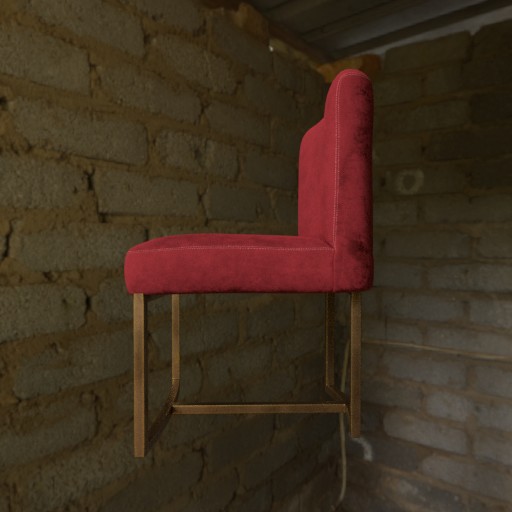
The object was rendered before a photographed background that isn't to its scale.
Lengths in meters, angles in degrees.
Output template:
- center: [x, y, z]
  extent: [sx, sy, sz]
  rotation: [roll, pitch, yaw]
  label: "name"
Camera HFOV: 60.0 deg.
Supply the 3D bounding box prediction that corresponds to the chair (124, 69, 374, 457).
- center: [0.000, 0.000, 1.161]
  extent: [0.560, 0.824, 0.530]
  rotation: [0, 1, -1]
  label: "chair"
